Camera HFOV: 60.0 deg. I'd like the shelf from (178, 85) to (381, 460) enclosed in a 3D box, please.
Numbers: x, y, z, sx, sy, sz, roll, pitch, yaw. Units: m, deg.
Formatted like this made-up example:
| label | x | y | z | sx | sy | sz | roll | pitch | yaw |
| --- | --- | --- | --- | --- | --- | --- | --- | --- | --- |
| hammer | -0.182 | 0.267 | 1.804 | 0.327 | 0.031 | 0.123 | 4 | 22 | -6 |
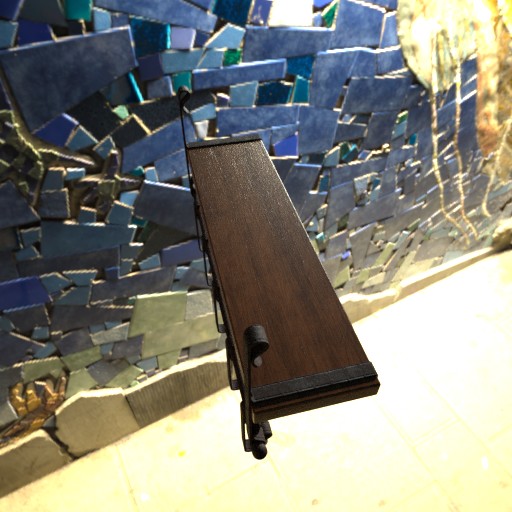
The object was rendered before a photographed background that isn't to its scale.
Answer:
| label | x | y | z | sx | sy | sz | roll | pitch | yaw |
| --- | --- | --- | --- | --- | --- | --- | --- | --- | --- |
| shelf | 0.000 | 0.000 | 0.692 | 0.146 | 0.330 | 0.567 | -10 | 45 | -10 |
